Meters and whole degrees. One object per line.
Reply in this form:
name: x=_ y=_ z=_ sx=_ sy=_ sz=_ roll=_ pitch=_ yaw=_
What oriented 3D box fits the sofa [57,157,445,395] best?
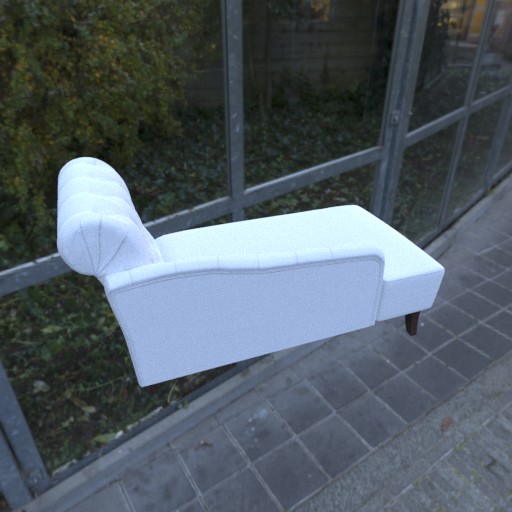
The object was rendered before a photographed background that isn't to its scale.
sofa: x=0.000 y=0.000 z=1.808 sx=1.379 sy=0.787 sz=0.675 roll=-11 pitch=32 yaw=-18
